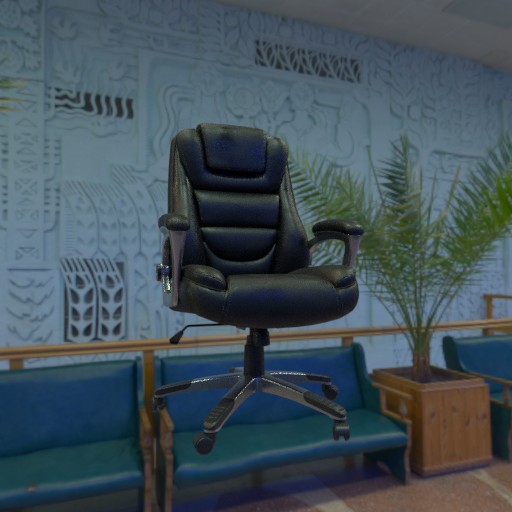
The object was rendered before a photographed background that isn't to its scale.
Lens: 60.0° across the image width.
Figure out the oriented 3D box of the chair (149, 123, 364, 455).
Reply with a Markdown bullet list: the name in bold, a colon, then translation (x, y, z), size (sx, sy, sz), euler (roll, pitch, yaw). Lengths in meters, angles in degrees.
- **chair**: translation (0.000, 0.000, 1.540), size (0.697, 1.075, 0.689), euler (0, -1, -19)
